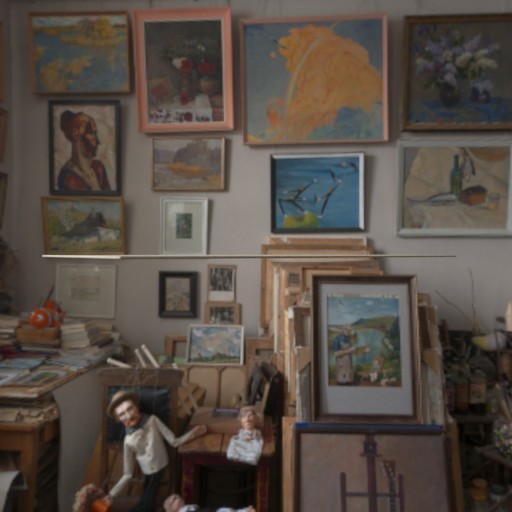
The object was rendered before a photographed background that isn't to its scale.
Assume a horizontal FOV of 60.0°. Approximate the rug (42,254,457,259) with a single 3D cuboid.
[{"bbox_3d":[0.000,0.000,3.052,2.441,0.014,1.531,0,0,-36],"label":"rug"}]
